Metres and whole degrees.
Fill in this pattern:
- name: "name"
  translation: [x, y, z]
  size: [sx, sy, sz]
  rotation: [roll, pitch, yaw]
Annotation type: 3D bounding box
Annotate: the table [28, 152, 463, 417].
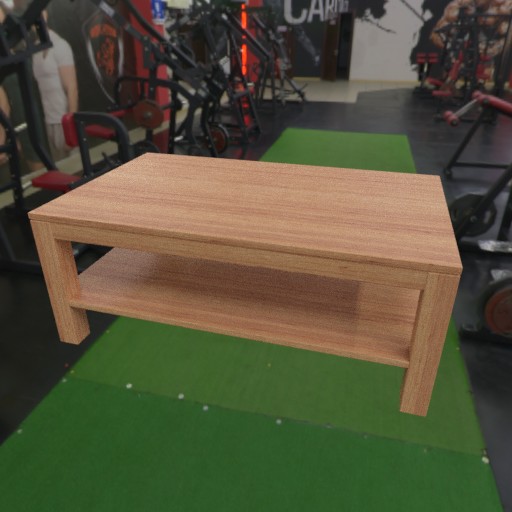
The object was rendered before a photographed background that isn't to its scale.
- name: "table"
  translation: [0.000, 0.000, 1.515]
  size: [1.146, 0.457, 0.695]
  rotation: [8, 29, 14]
